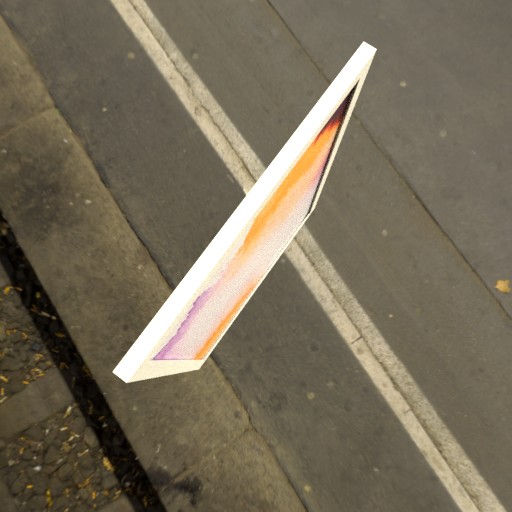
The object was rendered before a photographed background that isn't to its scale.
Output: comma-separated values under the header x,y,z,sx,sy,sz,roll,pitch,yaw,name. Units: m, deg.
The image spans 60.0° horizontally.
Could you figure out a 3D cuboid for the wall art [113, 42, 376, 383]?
x,y,z,sx,sy,sz,roll,pitch,yaw,name
0.000,0.000,1.080,0.026,0.811,0.661,35,79,8,wall art
